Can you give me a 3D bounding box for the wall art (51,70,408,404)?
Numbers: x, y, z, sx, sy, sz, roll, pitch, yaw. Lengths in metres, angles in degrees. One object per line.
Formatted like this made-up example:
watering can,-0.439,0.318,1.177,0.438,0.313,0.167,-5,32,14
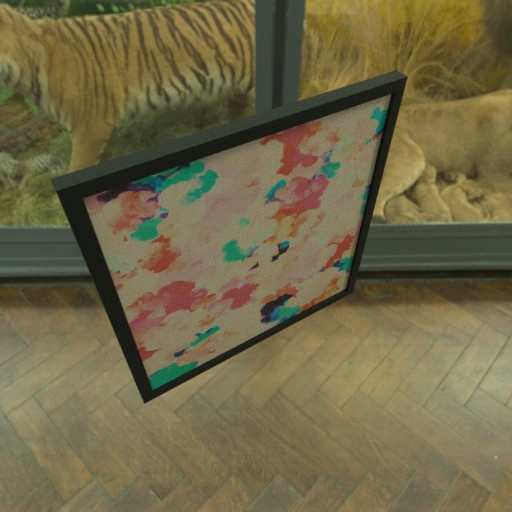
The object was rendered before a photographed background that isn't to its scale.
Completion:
wall art,0.000,0.000,0.451,0.306,0.304,0.015,-24,51,-21
